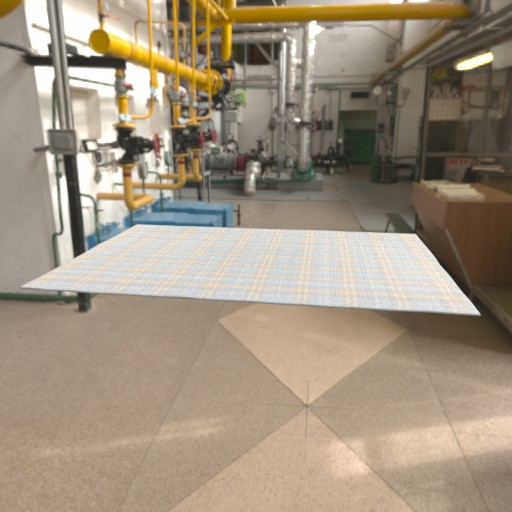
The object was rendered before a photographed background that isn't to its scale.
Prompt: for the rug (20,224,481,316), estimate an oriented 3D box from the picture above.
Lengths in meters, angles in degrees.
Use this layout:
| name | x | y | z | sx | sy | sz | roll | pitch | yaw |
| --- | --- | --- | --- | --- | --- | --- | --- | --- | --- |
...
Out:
| name | x | y | z | sx | sy | sz | roll | pitch | yaw |
| --- | --- | --- | --- | --- | --- | --- | --- | --- | --- |
| rug | 0.000 | 0.000 | 2.311 | 1.835 | 0.012 | 1.231 | 2 | 17 | 8 |
